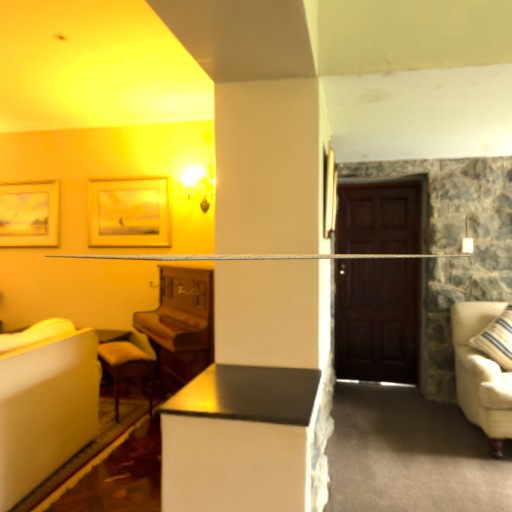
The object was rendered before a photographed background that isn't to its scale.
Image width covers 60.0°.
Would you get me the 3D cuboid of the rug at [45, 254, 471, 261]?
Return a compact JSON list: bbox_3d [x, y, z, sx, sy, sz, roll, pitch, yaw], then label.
[{"bbox_3d":[0.000,0.000,4.054,3.050,0.016,2.441,0,1,-38],"label":"rug"}]
